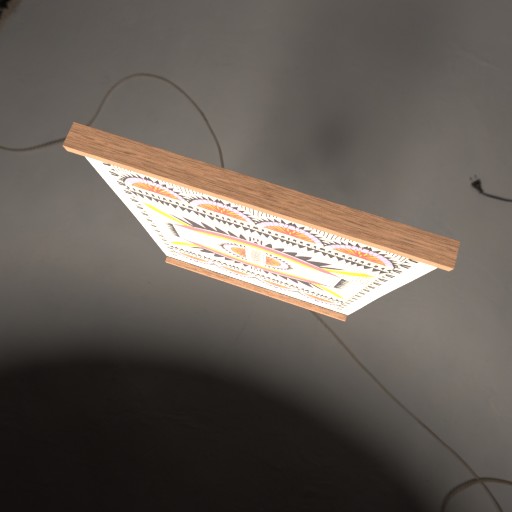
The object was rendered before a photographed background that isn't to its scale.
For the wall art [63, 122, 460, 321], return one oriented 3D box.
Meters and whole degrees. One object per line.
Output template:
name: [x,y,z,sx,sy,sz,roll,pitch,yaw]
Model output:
wall art: [0.000,0.000,0.689,0.403,0.527,0.028,18,77,4]
